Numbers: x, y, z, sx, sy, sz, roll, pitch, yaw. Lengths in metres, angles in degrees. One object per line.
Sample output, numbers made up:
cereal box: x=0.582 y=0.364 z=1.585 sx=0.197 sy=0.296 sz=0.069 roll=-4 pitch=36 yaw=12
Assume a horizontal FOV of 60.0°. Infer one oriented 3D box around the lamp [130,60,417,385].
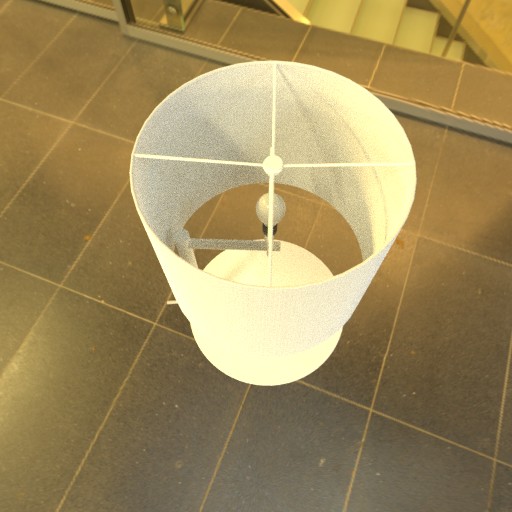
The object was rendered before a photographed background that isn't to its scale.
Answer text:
lamp: x=0.000 y=0.000 z=0.668 sx=0.341 sy=0.454 sz=0.299 roll=2 pitch=63 yaw=1
